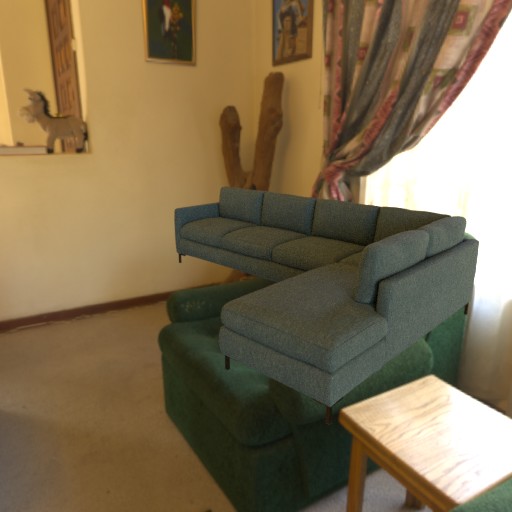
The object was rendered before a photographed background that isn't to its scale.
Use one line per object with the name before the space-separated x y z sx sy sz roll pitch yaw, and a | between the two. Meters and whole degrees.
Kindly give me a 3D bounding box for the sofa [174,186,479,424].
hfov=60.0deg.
sofa | 0.000 0.000 3.743 2.949 0.815 2.007 15 21 42
